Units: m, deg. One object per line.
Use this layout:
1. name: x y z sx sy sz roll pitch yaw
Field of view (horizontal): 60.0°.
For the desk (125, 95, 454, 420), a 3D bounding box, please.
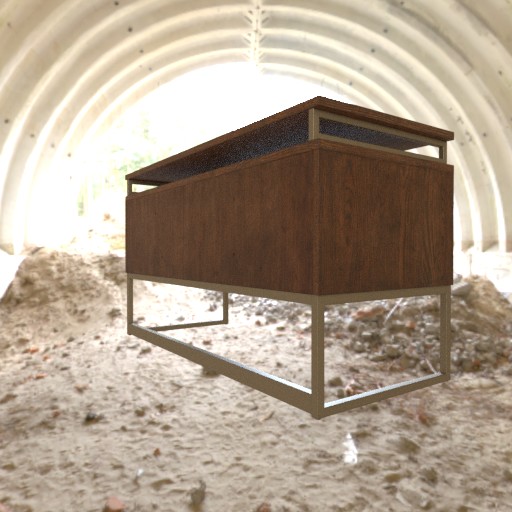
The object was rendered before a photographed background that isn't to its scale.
1. desk: 0.000 0.000 1.810 0.610 0.792 1.384 0 1 -35
